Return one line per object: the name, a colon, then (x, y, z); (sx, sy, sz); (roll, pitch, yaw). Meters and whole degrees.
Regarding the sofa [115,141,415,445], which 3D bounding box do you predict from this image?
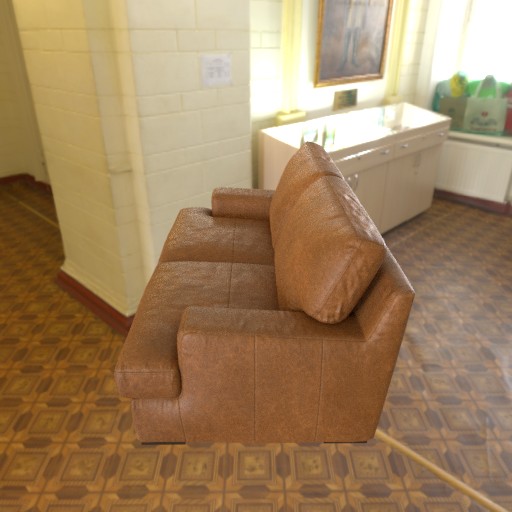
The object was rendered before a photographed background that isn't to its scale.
sofa: (0.000, 0.000, 2.503); (1.144, 0.966, 1.880); (0, 26, 0)
